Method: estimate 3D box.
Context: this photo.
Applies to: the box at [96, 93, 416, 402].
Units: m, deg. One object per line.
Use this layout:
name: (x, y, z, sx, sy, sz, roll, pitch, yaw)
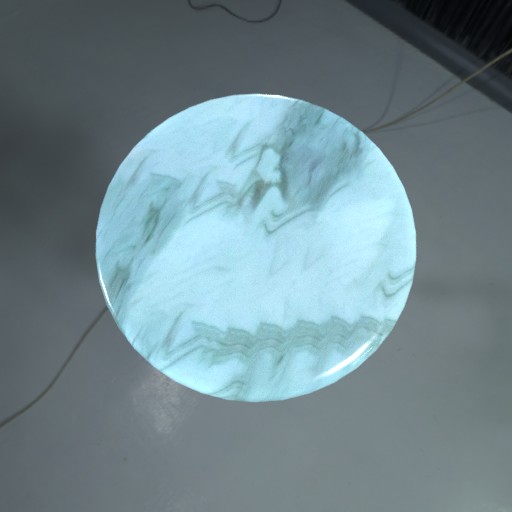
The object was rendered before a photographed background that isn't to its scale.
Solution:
box: (0.000, 0.000, 0.165, 0.101, 0.063, 0.101, 0, 75, 0)
